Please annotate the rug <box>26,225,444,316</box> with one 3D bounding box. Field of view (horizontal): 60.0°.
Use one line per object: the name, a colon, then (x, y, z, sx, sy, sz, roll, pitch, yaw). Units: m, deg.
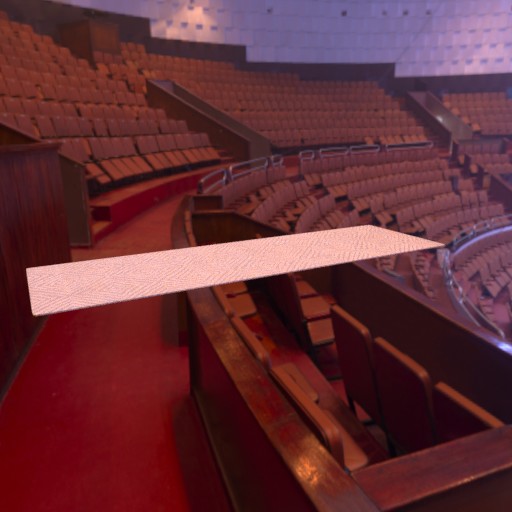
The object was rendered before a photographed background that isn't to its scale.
rug: (0.000, 0.000, 2.477, 2.277, 0.008, 0.676, -8, 18, -27)
